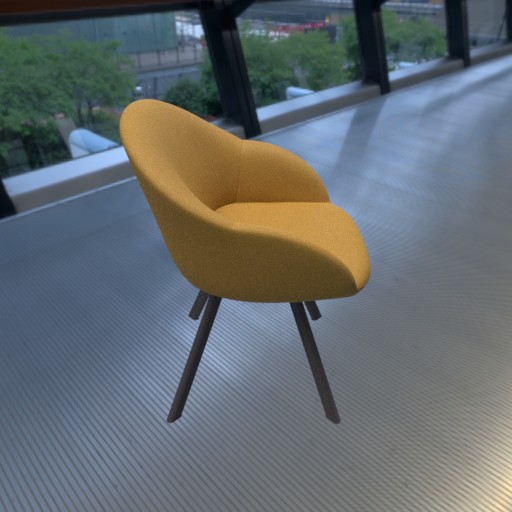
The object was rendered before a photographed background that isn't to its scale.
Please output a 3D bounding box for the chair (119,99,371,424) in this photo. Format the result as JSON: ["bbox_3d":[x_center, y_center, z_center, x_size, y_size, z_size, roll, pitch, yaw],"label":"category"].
[{"bbox_3d":[0.000,0.000,1.200,0.583,0.793,0.551,0,32,0],"label":"chair"}]
